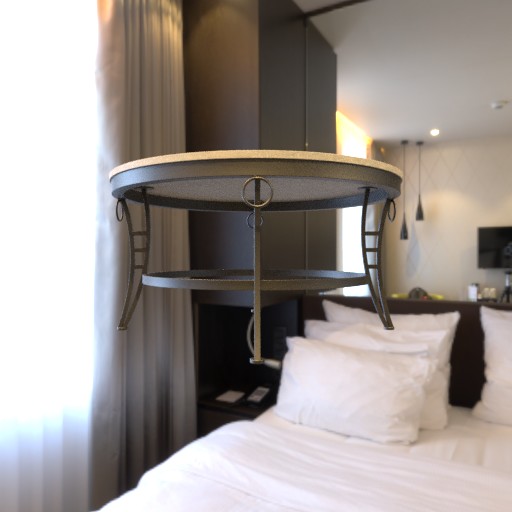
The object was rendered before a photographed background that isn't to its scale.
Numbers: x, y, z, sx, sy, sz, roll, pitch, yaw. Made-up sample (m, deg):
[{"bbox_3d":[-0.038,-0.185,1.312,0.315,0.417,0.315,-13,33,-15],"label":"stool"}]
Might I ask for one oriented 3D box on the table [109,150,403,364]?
[{"bbox_3d":[0.000,0.000,1.416,0.889,0.470,0.889,0,0,0],"label":"table"}]
